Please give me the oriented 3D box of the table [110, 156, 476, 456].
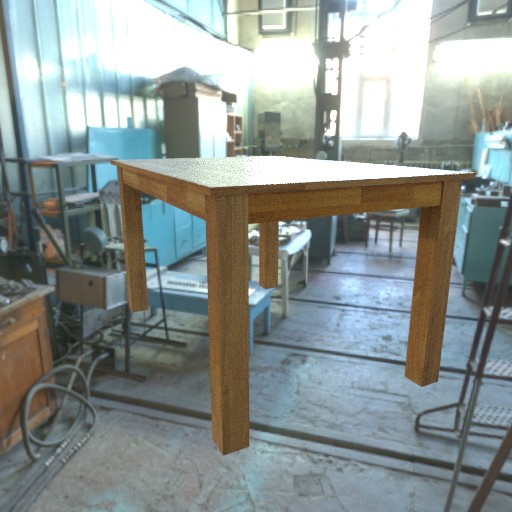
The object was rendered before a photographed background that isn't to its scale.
[{"bbox_3d":[0.000,0.000,1.862,0.900,0.750,1.300,-8,17,-26],"label":"table"}]
